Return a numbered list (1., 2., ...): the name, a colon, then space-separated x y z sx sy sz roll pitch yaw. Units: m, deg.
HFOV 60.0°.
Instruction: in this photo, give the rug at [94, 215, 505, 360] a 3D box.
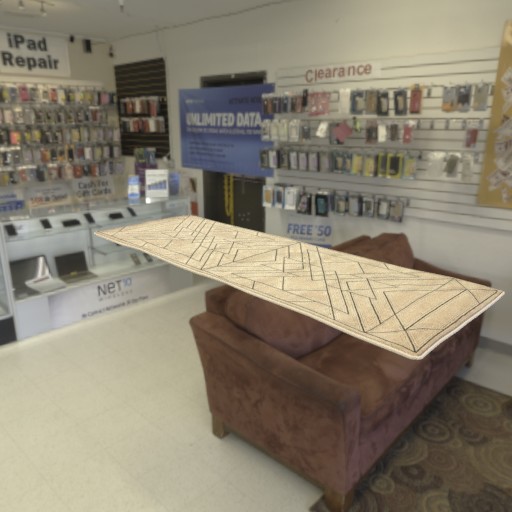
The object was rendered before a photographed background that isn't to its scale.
1. rug: 0.000 0.000 2.540 0.831 0.036 2.381 -16 23 -42
